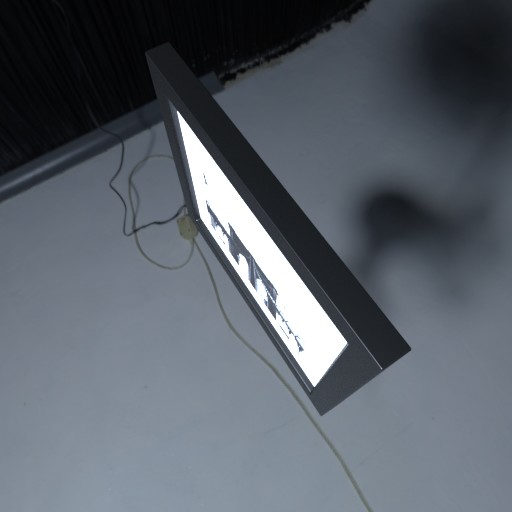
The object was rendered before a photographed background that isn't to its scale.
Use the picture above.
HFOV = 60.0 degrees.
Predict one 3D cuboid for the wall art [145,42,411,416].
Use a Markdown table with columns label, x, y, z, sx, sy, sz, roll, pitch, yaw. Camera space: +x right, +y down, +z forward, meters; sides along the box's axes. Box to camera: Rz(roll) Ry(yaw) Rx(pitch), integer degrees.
| label | x | y | z | sx | sy | sz | roll | pitch | yaw |
| --- | --- | --- | --- | --- | --- | --- | --- | --- | --- |
| wall art | 0.000 | 0.000 | 0.537 | 0.028 | 0.330 | 0.380 | -30 | 68 | -13 |
